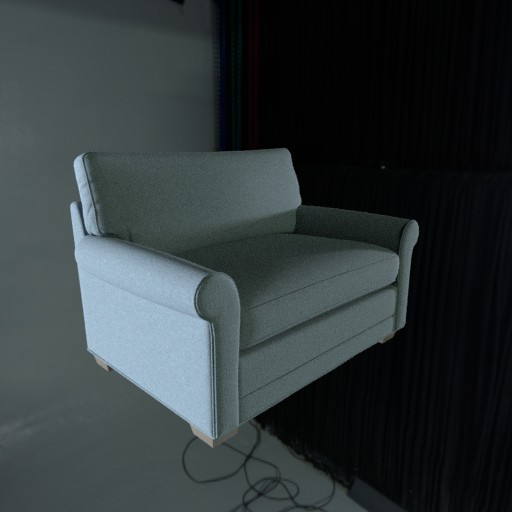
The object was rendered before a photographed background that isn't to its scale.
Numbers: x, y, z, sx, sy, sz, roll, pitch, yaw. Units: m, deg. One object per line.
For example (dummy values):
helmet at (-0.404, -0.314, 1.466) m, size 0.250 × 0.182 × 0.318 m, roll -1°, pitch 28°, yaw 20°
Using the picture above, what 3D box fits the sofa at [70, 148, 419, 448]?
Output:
sofa at (0.000, 0.000, 2.052) m, size 0.940 × 0.953 × 1.410 m, roll 14°, pitch 20°, yaw 43°
